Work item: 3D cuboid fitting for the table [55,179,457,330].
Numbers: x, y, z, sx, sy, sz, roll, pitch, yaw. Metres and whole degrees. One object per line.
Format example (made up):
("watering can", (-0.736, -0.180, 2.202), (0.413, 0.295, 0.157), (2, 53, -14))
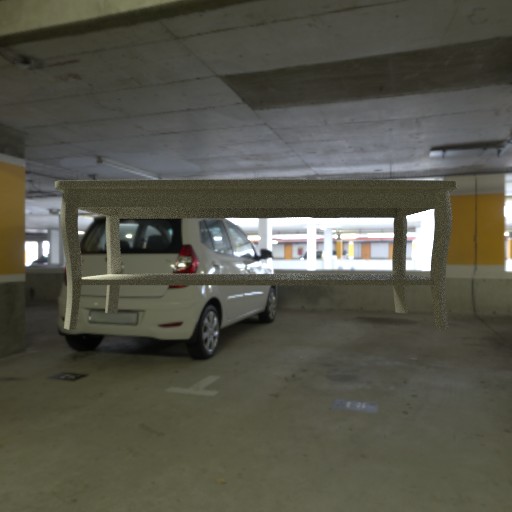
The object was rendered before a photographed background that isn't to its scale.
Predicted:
("table", (0.000, 0.000, 1.644), (1.334, 0.474, 0.561), (0, 0, 0))
